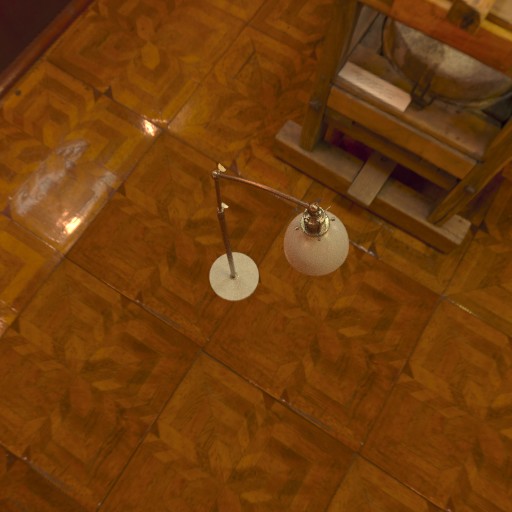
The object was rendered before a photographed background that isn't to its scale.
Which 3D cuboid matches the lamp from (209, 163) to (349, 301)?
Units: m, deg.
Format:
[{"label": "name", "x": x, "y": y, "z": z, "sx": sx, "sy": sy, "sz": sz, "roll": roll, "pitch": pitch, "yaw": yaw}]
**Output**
[{"label": "lamp", "x": 0.000, "y": 0.000, "z": 1.827, "sx": 0.599, "sy": 1.586, "sz": 0.288, "roll": 34, "pitch": 77, "yaw": 9}]
